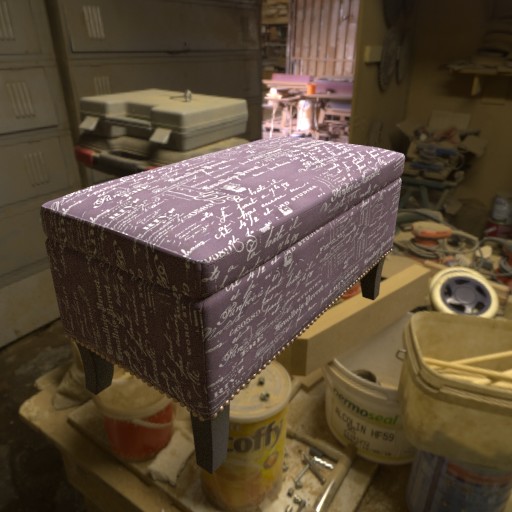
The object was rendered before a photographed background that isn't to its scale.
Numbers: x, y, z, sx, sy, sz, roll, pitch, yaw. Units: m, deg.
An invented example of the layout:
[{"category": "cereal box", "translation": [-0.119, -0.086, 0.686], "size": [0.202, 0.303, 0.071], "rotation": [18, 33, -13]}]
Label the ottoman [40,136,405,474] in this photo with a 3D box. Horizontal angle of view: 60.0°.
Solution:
[{"category": "ottoman", "translation": [0.000, 0.000, 1.061], "size": [0.406, 0.457, 0.813], "rotation": [18, 31, 32]}]
